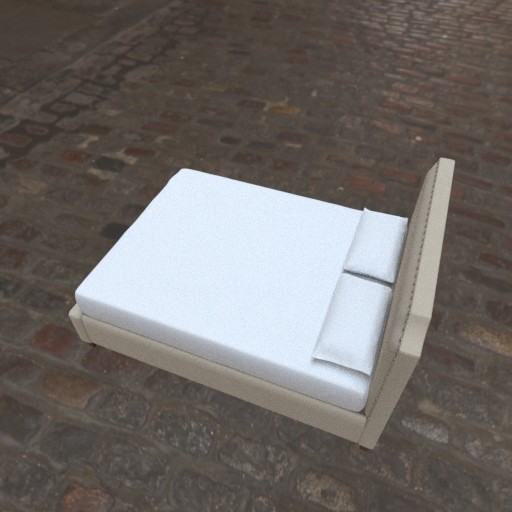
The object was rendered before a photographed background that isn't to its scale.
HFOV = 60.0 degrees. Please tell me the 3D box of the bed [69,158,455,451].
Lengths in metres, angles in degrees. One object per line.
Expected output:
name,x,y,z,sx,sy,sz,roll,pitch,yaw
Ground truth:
bed,0.000,0.000,3.335,2.329,1.415,1.703,16,49,15
